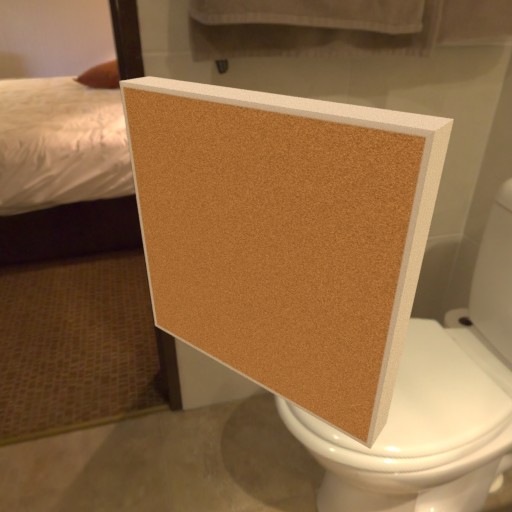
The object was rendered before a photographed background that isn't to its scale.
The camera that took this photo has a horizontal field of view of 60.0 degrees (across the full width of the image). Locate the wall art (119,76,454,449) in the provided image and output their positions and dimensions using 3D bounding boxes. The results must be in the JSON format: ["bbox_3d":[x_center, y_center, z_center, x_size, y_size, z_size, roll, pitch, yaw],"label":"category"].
[{"bbox_3d":[0.000,0.000,0.442,0.305,0.304,0.038,21,36,31],"label":"wall art"}]
